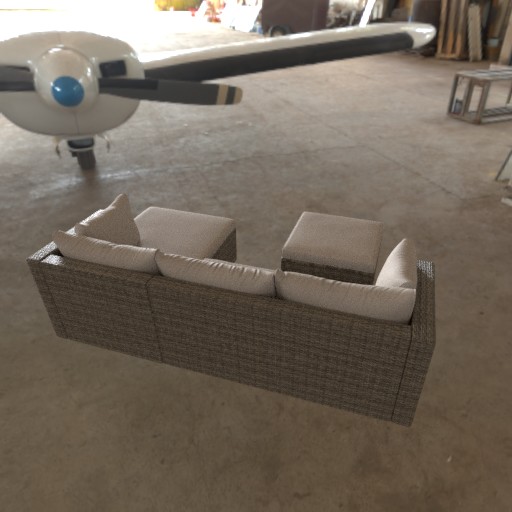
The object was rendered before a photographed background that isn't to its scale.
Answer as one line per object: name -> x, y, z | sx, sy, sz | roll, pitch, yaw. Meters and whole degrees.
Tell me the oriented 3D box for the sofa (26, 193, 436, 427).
sofa -> 0.000, 0.000, 3.002 | 2.192, 0.766, 1.662 | 10, 33, 16
